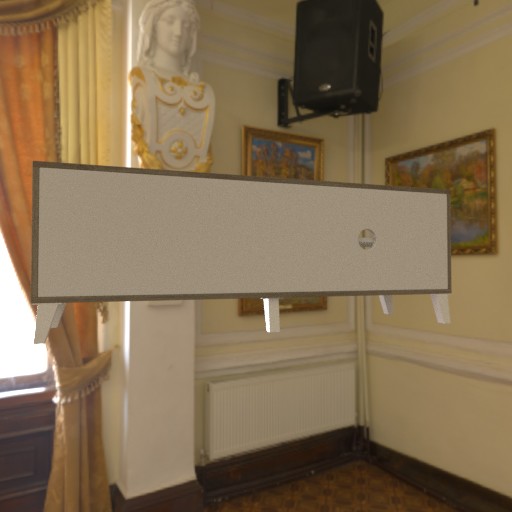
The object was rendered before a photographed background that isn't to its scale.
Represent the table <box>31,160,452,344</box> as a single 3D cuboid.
[{"bbox_3d":[0.000,0.000,1.705,1.500,0.530,0.400,0,-2,-19],"label":"table"}]
